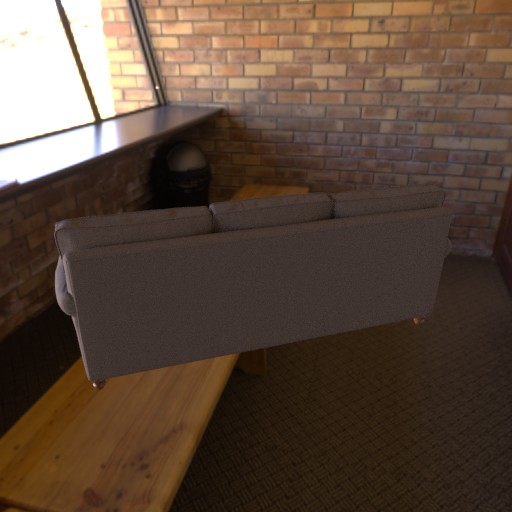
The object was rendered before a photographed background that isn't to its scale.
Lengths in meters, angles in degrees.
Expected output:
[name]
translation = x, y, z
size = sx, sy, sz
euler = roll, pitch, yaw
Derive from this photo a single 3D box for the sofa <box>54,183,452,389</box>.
[sofa]
translation = 0.000, 0.000, 2.868
size = 2.353, 0.948, 0.966
euler = -8, 26, -16
